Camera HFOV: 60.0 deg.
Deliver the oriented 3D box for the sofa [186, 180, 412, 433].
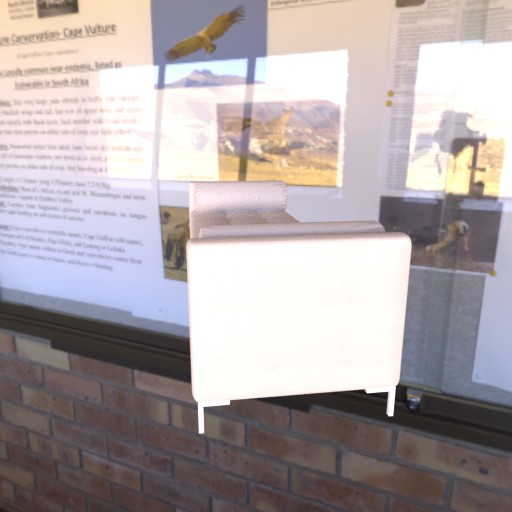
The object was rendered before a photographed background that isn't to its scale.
[{"bbox_3d":[0.000,0.000,2.318,0.686,0.635,1.981,-2,15,-8],"label":"sofa"}]
